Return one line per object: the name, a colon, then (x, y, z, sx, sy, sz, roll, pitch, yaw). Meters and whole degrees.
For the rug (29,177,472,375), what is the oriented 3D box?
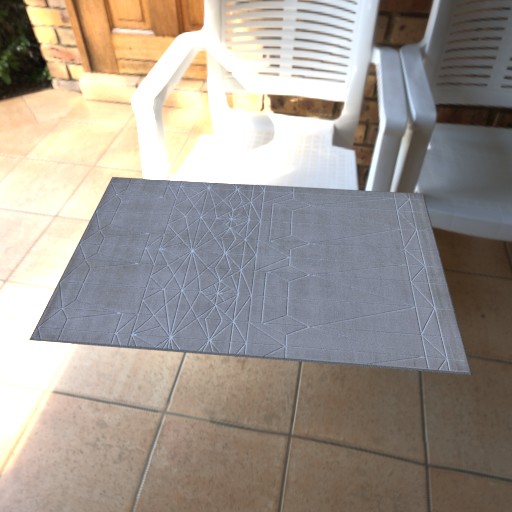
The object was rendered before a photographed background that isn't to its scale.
rug: (0.000, 0.000, 2.947, 2.438, 0.012, 1.524, 4, 47, 3)
